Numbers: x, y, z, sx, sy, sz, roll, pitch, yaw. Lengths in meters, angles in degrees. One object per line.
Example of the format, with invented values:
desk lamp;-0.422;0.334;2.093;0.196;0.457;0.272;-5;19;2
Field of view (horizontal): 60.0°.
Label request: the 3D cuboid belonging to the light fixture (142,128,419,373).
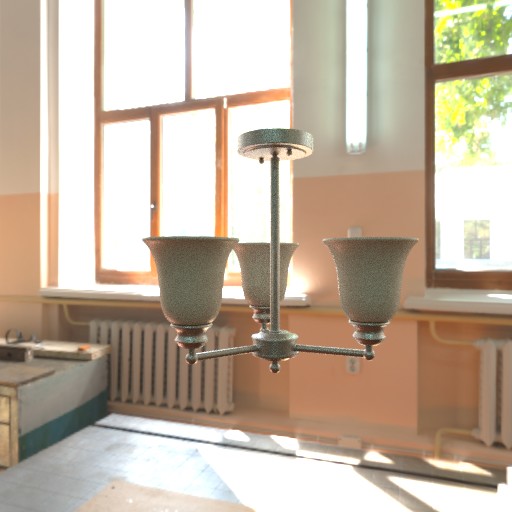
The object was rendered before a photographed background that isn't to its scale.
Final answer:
light fixture;0.000;0.000;0.679;0.354;0.370;0.388;0;0;-35
